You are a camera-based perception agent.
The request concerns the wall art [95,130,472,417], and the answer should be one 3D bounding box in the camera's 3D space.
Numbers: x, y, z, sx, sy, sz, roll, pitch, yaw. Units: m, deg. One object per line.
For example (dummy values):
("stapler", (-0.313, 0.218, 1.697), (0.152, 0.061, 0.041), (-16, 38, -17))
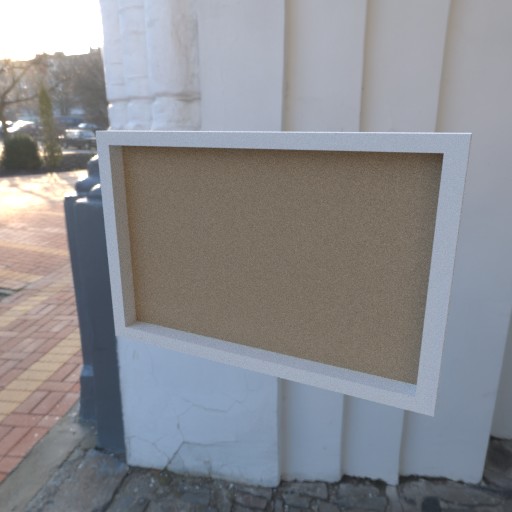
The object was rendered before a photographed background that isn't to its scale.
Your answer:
("wall art", (0.000, 0.000, 0.471), (0.384, 0.254, 0.039), (8, 18, 25))
